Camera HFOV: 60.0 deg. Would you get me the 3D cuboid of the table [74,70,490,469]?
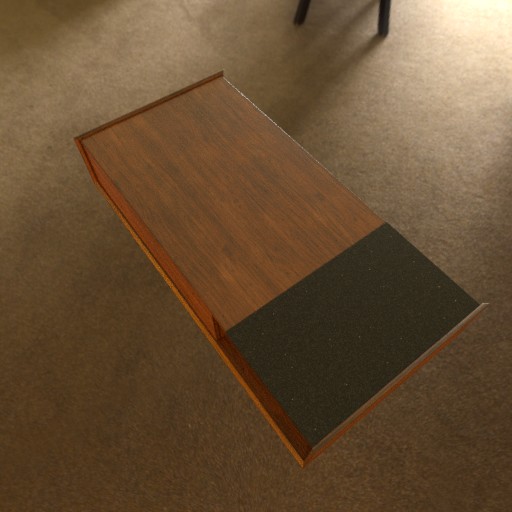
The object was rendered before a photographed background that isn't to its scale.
[{"bbox_3d":[0.000,0.000,1.531,0.610,0.508,1.221,-32,63,-19],"label":"table"}]
